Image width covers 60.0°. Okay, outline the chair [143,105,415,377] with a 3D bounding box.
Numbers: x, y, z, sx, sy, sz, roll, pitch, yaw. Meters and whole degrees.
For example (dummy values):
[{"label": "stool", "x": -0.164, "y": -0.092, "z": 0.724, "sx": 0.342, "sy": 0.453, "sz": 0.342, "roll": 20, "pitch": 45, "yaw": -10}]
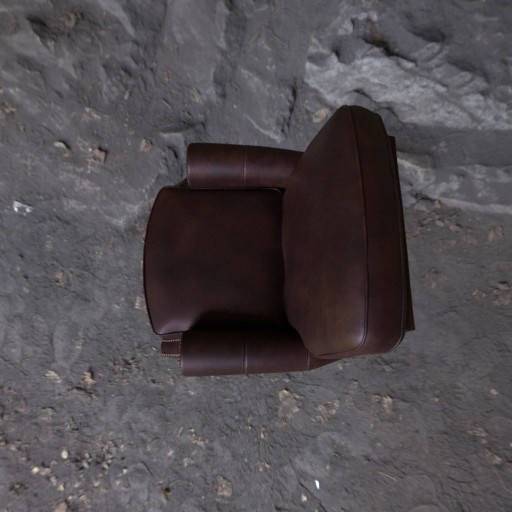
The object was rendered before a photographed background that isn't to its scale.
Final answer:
[{"label": "chair", "x": 0.000, "y": 0.000, "z": 1.791, "sx": 0.986, "sy": 1.018, "sz": 0.936, "roll": -1, "pitch": 75, "yaw": 0}]
